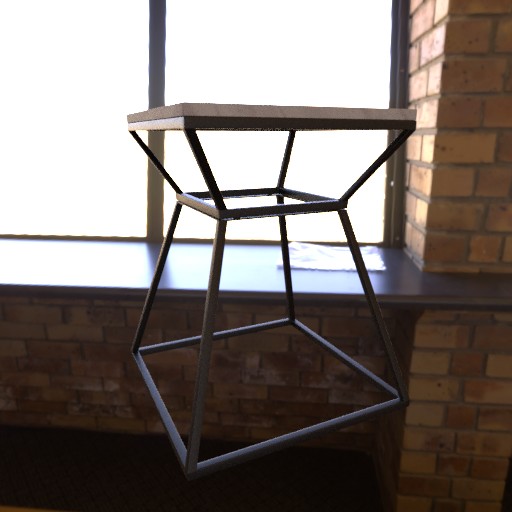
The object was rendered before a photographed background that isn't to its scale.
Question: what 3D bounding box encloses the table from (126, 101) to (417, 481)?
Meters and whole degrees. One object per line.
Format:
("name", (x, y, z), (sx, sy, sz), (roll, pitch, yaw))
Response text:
("table", (0.000, 0.000, 0.904), (0.455, 0.559, 0.455), (-7, 17, -25))
